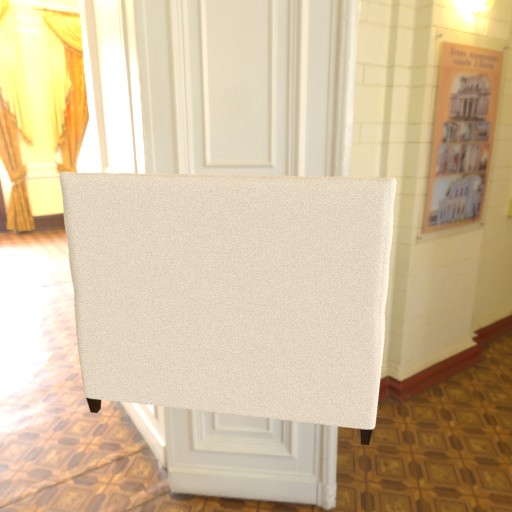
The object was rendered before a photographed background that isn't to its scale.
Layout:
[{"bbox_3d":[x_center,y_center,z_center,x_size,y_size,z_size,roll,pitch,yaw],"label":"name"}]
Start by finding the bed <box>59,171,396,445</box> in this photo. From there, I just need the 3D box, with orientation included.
[{"bbox_3d":[0.000,0.000,3.360,1.696,1.426,2.233,3,16,10],"label":"bed"}]
